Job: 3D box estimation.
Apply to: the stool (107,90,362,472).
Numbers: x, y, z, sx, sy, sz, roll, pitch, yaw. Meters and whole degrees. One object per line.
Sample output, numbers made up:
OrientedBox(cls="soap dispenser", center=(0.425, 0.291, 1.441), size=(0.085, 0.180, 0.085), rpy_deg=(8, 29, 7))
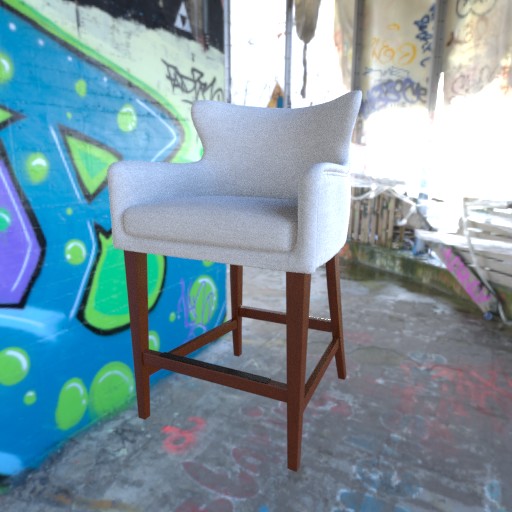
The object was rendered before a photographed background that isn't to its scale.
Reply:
OrientedBox(cls="stool", center=(0.000, 0.000, 1.404), size=(0.615, 0.987, 0.637), rpy_deg=(7, 15, 26))
